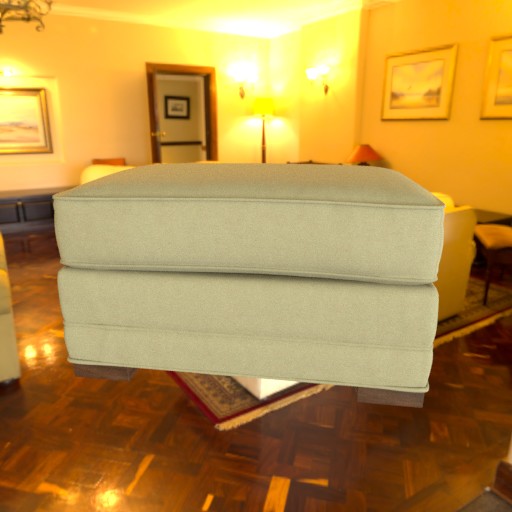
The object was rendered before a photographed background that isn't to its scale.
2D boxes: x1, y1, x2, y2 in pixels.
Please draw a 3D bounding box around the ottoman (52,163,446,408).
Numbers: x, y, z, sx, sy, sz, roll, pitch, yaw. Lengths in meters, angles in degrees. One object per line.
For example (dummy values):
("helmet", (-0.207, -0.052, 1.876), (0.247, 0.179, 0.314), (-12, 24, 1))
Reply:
("ottoman", (0.000, 0.000, 1.210), (0.848, 0.482, 0.611), (3, 17, 8))
